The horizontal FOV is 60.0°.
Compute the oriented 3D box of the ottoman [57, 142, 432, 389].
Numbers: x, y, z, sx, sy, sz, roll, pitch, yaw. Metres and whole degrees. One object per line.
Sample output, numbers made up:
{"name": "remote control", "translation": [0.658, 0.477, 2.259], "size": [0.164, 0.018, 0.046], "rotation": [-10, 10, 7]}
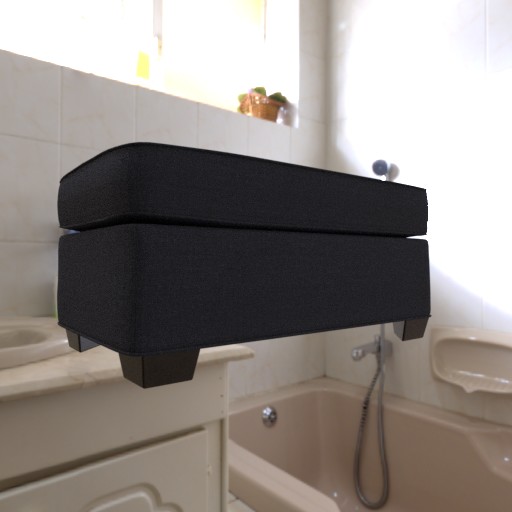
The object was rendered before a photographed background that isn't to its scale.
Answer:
{"name": "ottoman", "translation": [0.000, 0.000, 1.166], "size": [0.895, 0.453, 0.505], "rotation": [1, -1, -37]}
